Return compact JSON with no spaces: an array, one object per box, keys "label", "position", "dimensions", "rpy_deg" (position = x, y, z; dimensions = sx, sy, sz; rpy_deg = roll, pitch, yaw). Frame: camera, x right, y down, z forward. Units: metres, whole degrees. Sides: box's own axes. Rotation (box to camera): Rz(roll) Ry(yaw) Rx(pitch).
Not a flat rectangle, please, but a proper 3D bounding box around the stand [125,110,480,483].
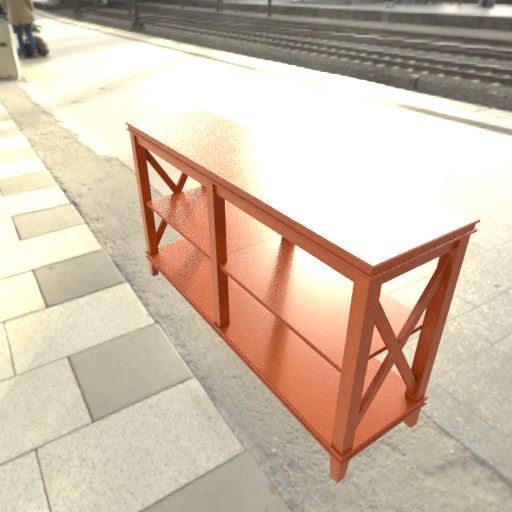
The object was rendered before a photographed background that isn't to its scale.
[{"label":"stand","position":[0.000,0.000,1.665],"dimensions":[0.381,0.762,1.372],"rpy_deg":[-20,37,-29]}]
